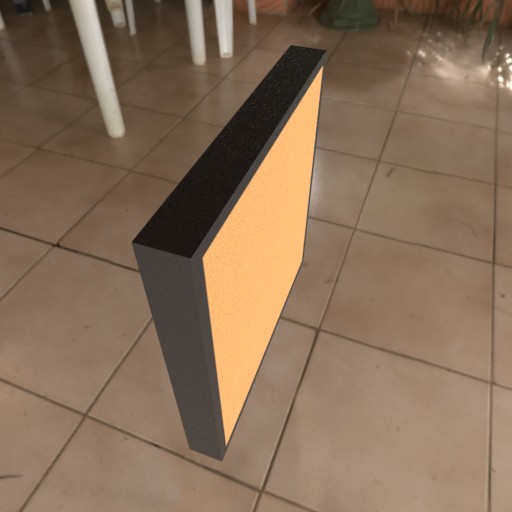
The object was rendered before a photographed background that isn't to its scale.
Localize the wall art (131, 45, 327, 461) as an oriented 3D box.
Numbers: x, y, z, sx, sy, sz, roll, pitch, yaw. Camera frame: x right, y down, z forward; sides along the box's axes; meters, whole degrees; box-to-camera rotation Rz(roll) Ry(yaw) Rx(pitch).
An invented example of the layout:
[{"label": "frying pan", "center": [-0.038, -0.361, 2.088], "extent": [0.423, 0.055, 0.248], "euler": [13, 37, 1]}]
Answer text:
[{"label": "wall art", "center": [0.000, 0.000, 0.452], "extent": [0.038, 0.304, 0.304], "euler": [15, 48, 14]}]
